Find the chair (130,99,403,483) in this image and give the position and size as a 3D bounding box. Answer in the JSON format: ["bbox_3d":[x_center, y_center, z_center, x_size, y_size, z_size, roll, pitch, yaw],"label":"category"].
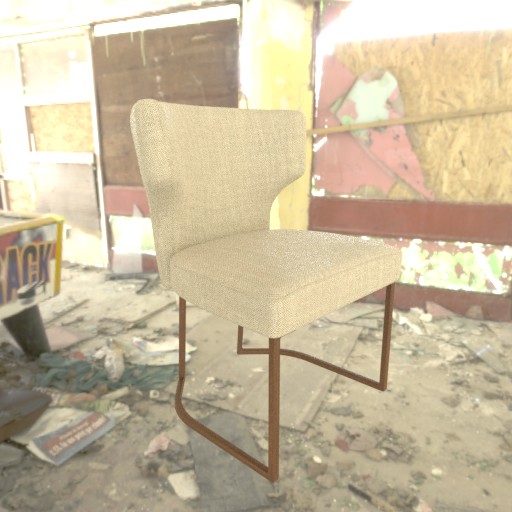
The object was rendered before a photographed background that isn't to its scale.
[{"bbox_3d":[0.000,0.000,1.235,0.617,0.824,0.611,13,19,41],"label":"chair"}]
